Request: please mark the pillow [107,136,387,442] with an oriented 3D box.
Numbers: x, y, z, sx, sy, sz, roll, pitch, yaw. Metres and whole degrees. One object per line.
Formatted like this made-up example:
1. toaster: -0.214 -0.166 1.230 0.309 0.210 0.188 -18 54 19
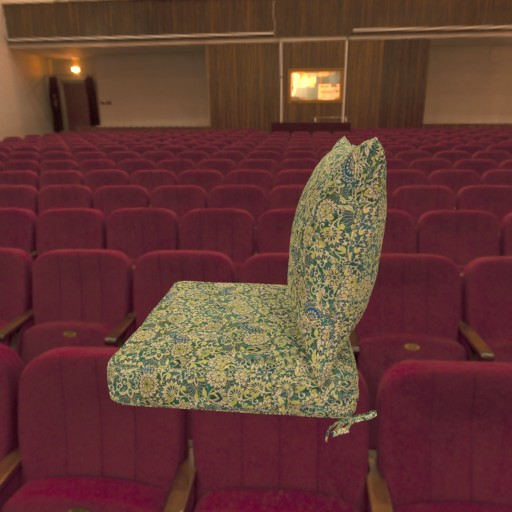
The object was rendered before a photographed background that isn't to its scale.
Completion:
1. pillow: 0.000 0.000 1.378 0.740 0.722 0.798 2 16 6
